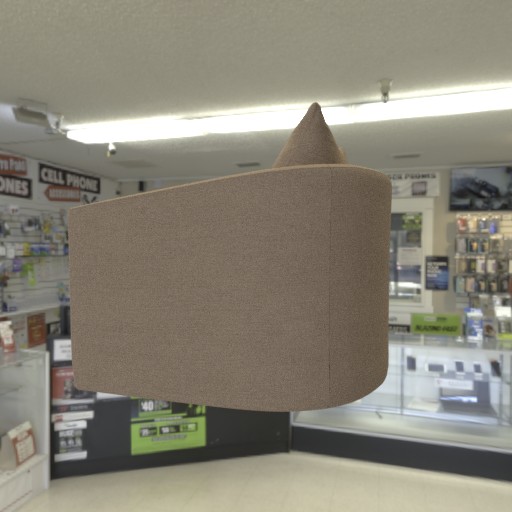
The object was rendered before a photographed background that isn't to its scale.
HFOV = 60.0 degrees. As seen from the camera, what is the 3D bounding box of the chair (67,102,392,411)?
[{"bbox_3d":[0.000,0.000,1.554,0.910,0.848,0.845,0,1,19],"label":"chair"}]
